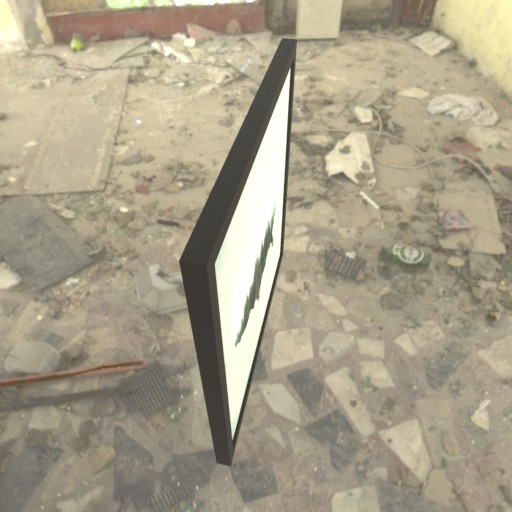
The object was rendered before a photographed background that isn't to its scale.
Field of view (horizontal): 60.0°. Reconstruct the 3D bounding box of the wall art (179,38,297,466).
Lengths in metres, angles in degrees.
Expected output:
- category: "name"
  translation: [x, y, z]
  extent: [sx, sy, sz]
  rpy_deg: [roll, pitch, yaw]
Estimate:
- category: "wall art"
  translation: [0.000, 0.000, 1.108]
  extent: [0.038, 0.763, 0.763]
  rpy_deg: [9, 47, 9]
